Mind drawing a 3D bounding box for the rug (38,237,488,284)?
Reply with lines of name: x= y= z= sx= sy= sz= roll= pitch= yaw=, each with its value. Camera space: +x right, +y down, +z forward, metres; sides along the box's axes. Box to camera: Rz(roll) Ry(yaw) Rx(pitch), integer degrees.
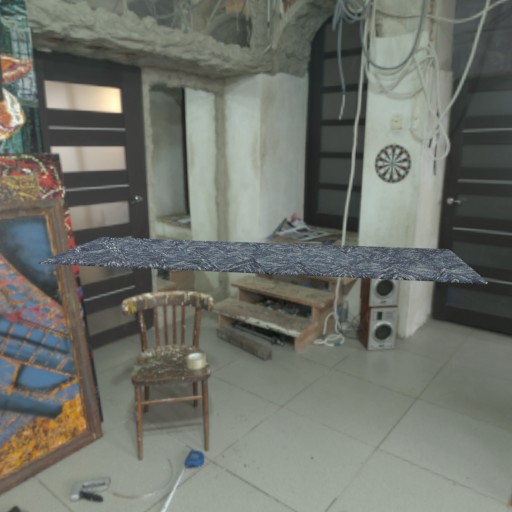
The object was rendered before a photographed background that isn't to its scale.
rug: x=0.000 y=0.000 z=2.572 sx=2.306 sy=0.013 sz=0.719 roll=2 pitch=14 yaw=9
